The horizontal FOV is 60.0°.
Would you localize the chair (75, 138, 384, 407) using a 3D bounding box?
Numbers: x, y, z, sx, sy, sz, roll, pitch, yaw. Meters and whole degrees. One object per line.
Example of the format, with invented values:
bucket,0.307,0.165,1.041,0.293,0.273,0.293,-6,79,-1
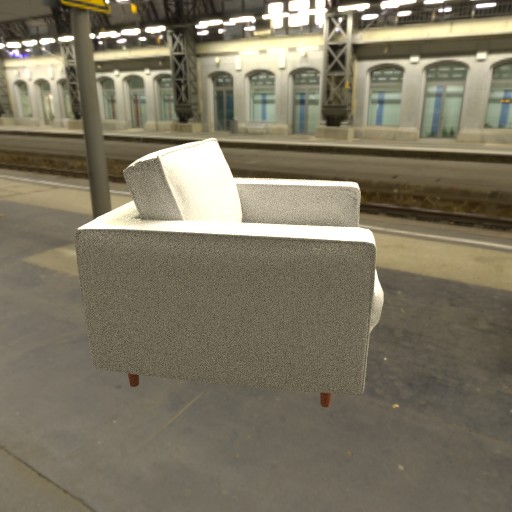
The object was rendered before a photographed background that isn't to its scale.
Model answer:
chair,0.000,0.000,1.575,0.843,0.773,0.928,3,19,9
